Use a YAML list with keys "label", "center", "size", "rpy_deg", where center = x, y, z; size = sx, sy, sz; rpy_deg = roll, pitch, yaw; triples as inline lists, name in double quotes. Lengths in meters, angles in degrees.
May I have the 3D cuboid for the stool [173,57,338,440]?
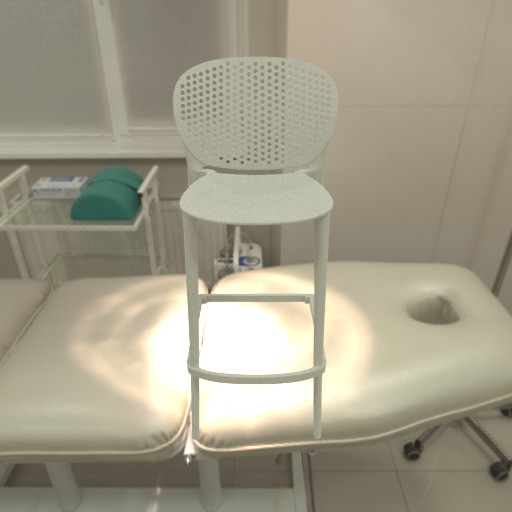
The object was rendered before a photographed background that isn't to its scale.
- label: "stool"
  center: [0.000, 0.000, 1.339]
  size: [0.536, 1.045, 0.535]
  rpy_deg: [0, 31, 0]
